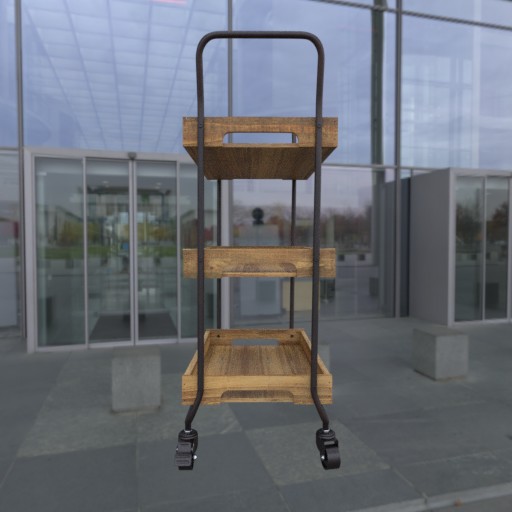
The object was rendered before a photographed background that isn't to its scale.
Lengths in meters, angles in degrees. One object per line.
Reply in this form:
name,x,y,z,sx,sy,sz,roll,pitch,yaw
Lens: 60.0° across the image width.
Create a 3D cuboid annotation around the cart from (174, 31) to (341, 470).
cart,0.000,0.000,1.125,0.339,0.857,0.583,0,2,-1
